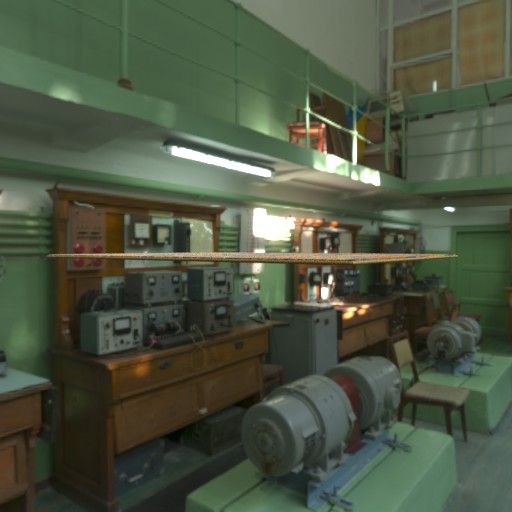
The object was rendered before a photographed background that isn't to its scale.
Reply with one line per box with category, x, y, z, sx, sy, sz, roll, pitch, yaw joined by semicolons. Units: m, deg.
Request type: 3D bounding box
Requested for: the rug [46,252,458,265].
rug;0.000;0.000;4.181;3.040;0.031;2.435;1;1;36
